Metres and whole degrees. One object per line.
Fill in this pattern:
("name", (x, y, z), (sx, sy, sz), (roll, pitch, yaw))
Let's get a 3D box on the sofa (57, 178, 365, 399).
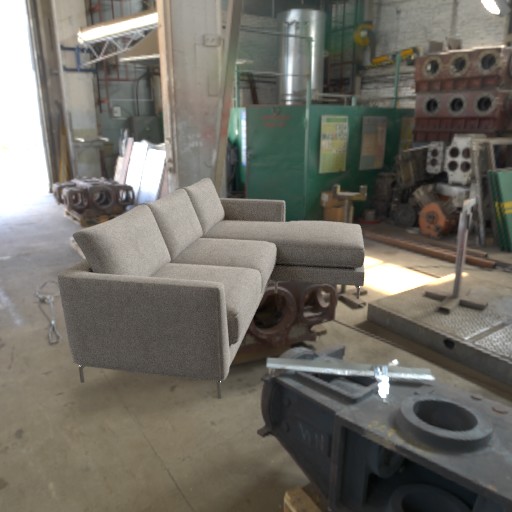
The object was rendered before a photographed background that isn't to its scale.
("sofa", (0.000, 0.000, 3.251), (1.626, 0.864, 2.438), (3, 17, 10))
